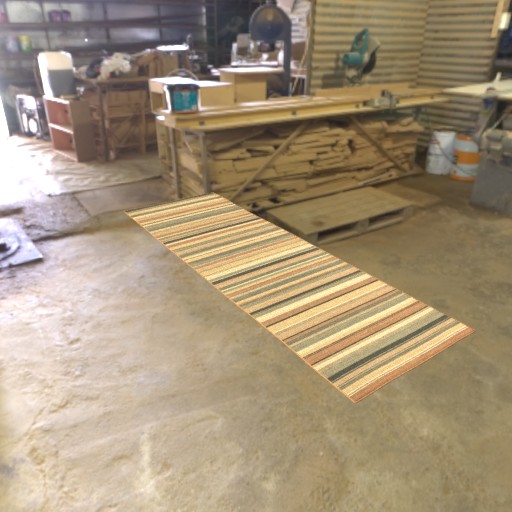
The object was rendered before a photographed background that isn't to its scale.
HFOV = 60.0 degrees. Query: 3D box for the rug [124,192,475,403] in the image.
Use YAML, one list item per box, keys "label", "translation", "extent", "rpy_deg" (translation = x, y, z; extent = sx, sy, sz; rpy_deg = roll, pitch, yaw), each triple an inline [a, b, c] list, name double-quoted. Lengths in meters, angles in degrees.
- label: "rug"
  translation: [0.000, 0.000, 2.755]
  extent: [0.799, 0.010, 2.444]
  rpy_deg: [-18, 32, -31]
